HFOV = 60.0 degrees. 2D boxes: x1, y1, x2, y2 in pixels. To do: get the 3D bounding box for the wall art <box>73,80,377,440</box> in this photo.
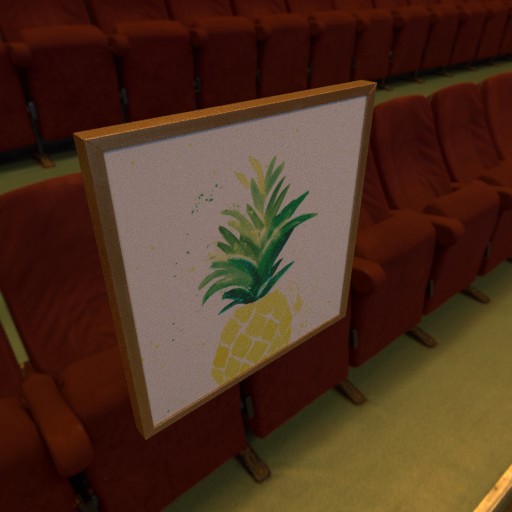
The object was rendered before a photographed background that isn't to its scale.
[{"bbox_3d":[0.000,0.000,0.761,0.510,0.509,0.033,-23,39,-33],"label":"wall art"}]
